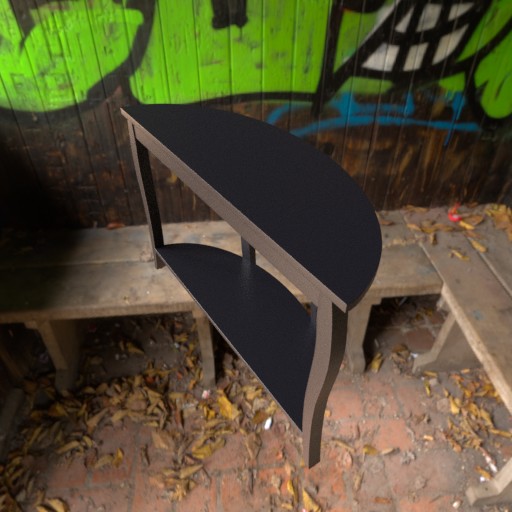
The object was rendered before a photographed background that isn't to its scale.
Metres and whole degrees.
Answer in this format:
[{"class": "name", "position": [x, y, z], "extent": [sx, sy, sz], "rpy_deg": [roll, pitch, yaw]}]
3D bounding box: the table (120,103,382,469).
[{"class": "table", "position": [0.000, 0.000, 1.598], "extent": [0.394, 0.780, 1.219], "rpy_deg": [-24, 45, -25]}]
